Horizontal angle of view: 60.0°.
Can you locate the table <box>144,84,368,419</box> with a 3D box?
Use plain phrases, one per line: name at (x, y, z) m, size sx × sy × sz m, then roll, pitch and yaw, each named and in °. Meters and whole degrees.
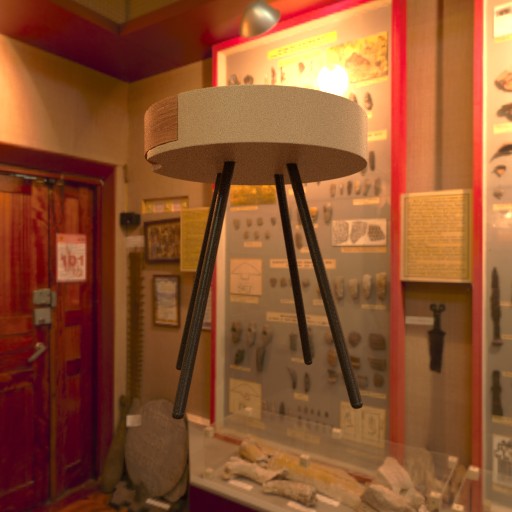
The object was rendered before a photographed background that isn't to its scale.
table at (0.000, 0.000, 0.890) m, size 0.450 × 0.525 × 0.450 m, roll 0°, pitch 0°, yaw 0°
